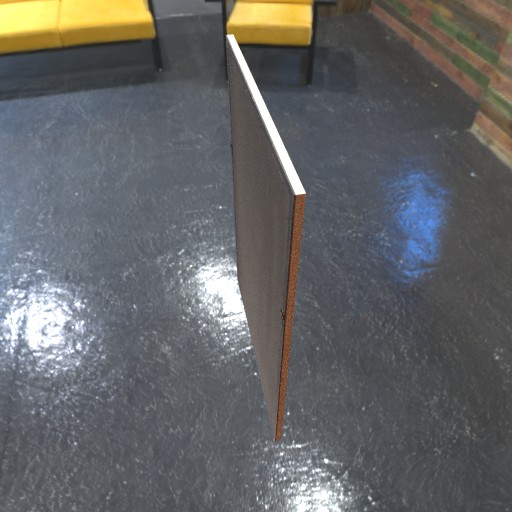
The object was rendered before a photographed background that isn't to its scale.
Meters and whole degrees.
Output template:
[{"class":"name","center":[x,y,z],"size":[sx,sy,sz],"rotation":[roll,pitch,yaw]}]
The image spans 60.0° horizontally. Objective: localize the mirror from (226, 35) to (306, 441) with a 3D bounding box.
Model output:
[{"class":"mirror","center":[0.000,0.000,1.308],"size":[0.025,0.996,0.705],"rotation":[-8,46,-8]}]
